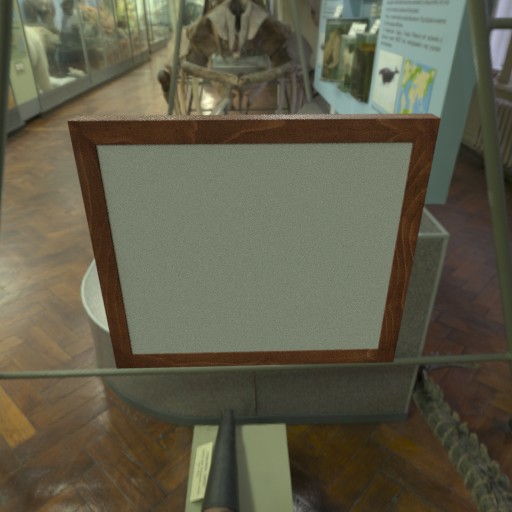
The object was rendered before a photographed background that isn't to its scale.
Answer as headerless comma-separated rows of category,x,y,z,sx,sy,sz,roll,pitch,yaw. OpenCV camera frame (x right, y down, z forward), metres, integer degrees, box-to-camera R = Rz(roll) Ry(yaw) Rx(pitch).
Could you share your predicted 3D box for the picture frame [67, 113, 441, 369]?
picture frame,0.000,0.000,0.541,0.381,0.330,0.025,-1,29,-2
